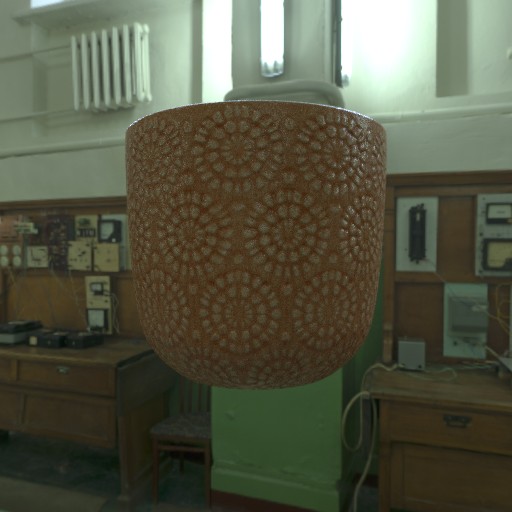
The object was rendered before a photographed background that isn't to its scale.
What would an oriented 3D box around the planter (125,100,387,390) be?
[{"bbox_3d":[0.000,0.000,0.368,0.208,0.190,0.208,0,1,0],"label":"planter"}]
